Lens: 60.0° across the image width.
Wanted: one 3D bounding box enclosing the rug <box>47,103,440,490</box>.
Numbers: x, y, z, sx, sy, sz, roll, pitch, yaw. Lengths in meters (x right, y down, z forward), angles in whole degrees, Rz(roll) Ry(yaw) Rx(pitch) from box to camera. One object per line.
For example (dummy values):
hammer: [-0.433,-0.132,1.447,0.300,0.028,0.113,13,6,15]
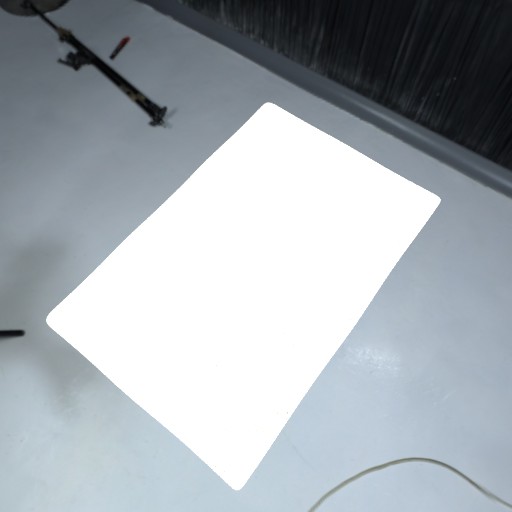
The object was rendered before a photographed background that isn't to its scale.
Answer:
rug: [0.000,0.000,3.430,1.798,0.025,2.698,35,68,16]
